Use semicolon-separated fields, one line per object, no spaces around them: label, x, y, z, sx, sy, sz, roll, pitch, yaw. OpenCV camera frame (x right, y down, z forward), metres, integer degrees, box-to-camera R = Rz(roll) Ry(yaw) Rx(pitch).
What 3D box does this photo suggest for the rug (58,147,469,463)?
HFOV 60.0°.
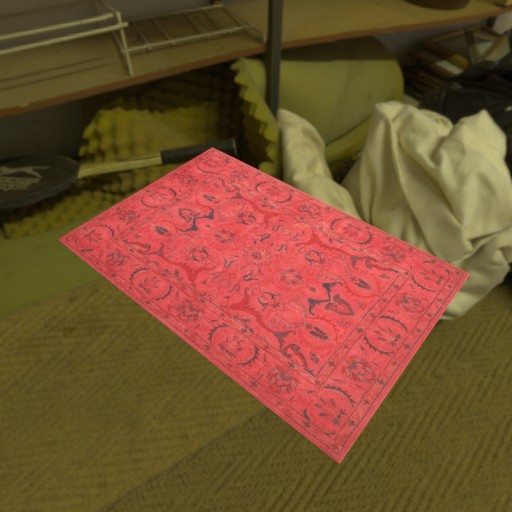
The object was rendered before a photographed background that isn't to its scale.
rug;0.000;0.000;2.331;1.814;0.008;1.209;31;53;27
